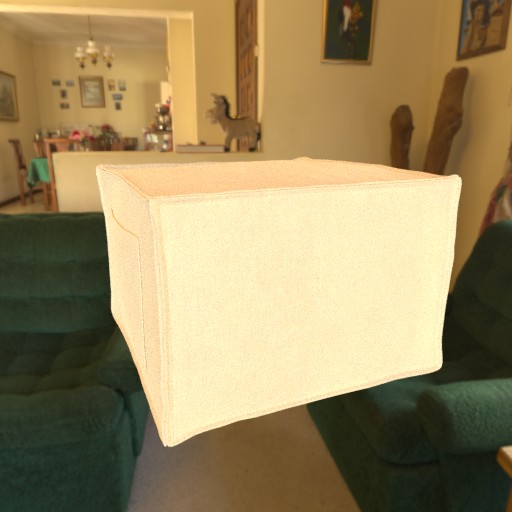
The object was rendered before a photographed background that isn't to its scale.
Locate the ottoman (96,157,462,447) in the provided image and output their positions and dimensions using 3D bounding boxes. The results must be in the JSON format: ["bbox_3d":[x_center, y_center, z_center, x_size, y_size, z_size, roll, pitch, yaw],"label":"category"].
[{"bbox_3d":[0.000,0.000,1.145,0.696,0.470,0.707,-7,17,-24],"label":"ottoman"}]
